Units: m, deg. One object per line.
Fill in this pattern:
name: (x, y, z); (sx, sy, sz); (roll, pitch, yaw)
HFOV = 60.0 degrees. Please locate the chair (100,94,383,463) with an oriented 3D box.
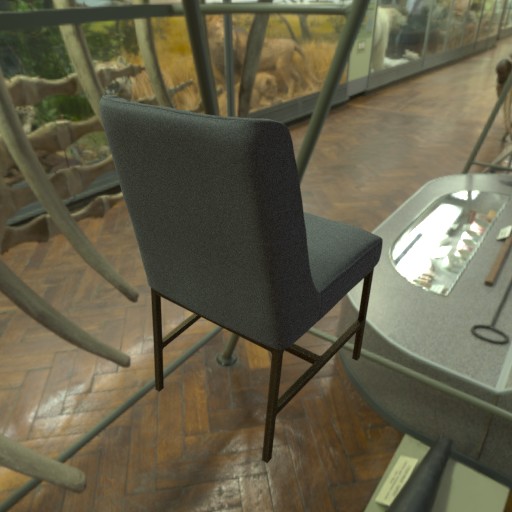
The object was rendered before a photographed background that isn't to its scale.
chair: (0.000, 0.000, 1.216); (0.508, 0.889, 0.587); (21, 36, 31)
